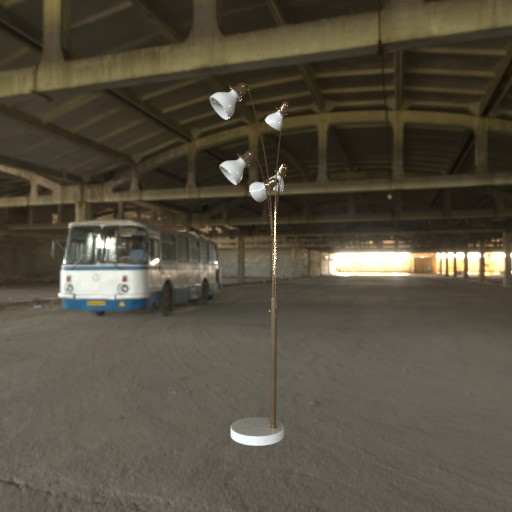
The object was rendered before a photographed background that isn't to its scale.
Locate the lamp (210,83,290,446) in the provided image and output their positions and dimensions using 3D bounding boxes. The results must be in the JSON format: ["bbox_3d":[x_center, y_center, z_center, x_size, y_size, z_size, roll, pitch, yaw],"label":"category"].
[{"bbox_3d":[0.000,0.000,2.995,0.361,2.423,1.405,0,-1,17],"label":"lamp"}]
